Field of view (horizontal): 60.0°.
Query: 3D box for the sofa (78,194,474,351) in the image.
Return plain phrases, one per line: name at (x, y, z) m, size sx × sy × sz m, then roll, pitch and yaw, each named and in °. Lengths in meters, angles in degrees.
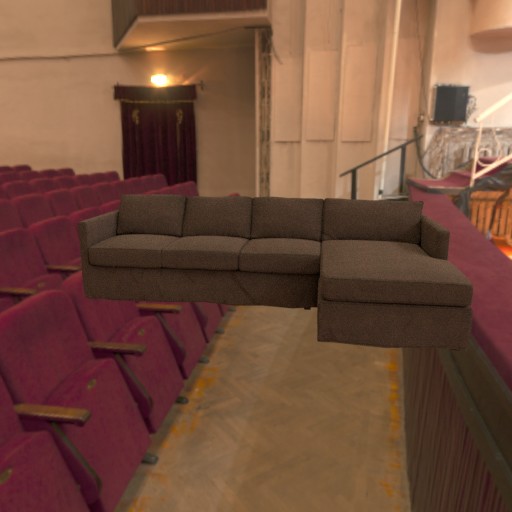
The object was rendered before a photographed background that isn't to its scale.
sofa at (0.000, 0.000, 3.882) m, size 3.205 × 0.922 × 1.650 m, roll 2°, pitch 14°, yaw 8°
